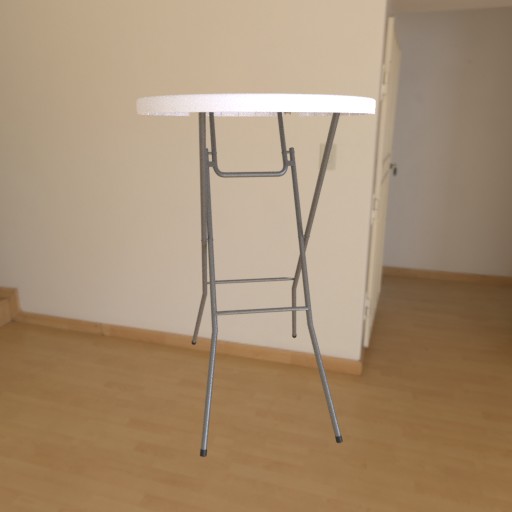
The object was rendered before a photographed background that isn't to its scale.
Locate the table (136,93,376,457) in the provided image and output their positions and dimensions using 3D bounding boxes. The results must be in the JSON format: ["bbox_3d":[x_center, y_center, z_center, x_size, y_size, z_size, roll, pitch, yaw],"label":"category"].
[{"bbox_3d":[0.000,0.000,1.670,0.792,1.105,0.795,-2,17,-8],"label":"table"}]
